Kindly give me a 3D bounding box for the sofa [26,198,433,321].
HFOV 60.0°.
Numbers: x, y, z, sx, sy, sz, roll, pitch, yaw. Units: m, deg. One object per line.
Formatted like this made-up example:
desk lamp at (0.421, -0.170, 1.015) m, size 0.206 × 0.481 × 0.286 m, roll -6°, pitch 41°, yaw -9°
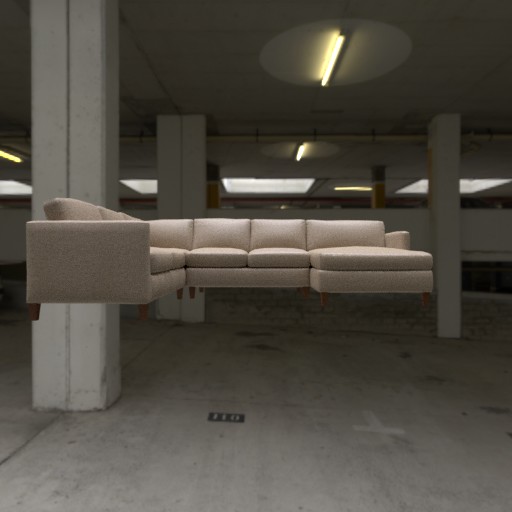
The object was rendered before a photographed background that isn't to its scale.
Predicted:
sofa at (0.000, 0.000, 4.558) m, size 3.460 × 0.961 × 2.594 m, roll 0°, pitch 0°, yaw 0°
